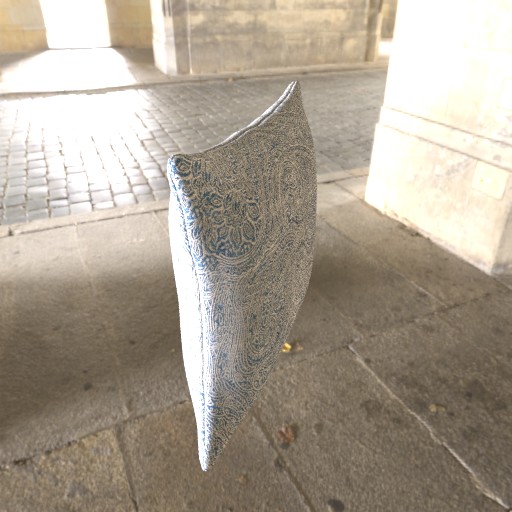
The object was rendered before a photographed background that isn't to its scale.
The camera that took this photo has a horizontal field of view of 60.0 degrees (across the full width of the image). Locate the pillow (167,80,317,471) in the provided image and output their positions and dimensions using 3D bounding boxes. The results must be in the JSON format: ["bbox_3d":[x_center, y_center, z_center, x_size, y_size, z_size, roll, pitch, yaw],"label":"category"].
[{"bbox_3d":[0.000,0.000,0.786,0.166,0.510,0.523,10,32,16],"label":"pillow"}]
